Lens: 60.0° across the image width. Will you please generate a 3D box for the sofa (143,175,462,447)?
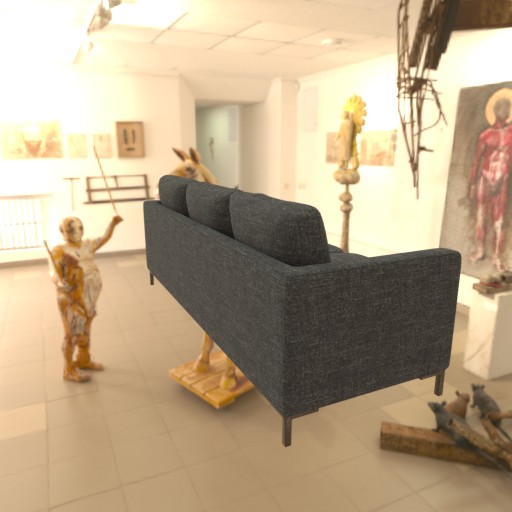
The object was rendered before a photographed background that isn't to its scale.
[{"bbox_3d":[0.000,0.000,2.651,0.859,0.874,2.218,-7,16,-25],"label":"sofa"}]
